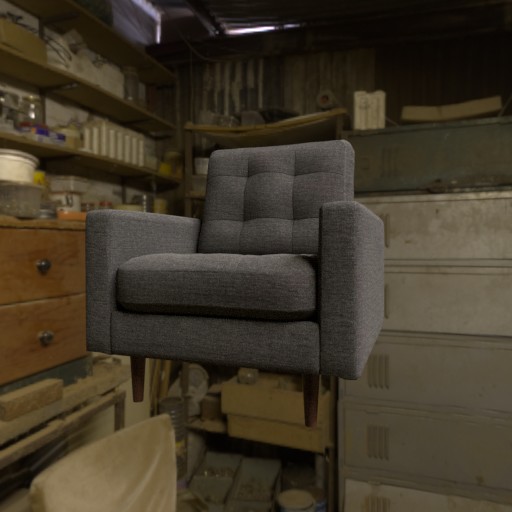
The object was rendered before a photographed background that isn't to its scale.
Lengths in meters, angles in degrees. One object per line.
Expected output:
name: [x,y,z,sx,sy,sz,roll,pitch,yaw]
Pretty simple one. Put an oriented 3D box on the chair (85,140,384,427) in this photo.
chair: [0.000,0.000,1.559,0.821,0.880,0.843,0,1,20]
